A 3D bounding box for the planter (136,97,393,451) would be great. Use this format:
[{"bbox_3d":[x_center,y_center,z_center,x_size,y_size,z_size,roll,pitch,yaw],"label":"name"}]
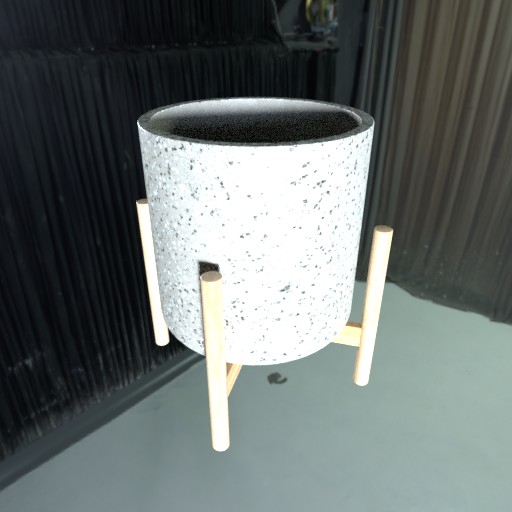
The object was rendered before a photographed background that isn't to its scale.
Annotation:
[{"bbox_3d":[0.000,0.000,0.683,0.360,0.419,0.360,21,35,33],"label":"planter"}]
